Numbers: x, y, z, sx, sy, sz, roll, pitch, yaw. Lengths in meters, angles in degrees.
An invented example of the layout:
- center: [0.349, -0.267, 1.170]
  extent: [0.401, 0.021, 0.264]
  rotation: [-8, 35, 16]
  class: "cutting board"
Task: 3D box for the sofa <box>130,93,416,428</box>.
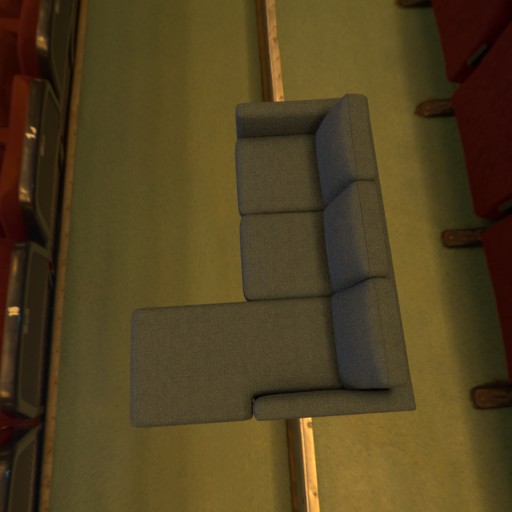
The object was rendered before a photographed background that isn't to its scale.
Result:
- center: [0.000, 0.000, 2.949]
  extent: [1.667, 0.957, 2.055]
  rotation: [-4, 74, -1]
  class: "sofa"
